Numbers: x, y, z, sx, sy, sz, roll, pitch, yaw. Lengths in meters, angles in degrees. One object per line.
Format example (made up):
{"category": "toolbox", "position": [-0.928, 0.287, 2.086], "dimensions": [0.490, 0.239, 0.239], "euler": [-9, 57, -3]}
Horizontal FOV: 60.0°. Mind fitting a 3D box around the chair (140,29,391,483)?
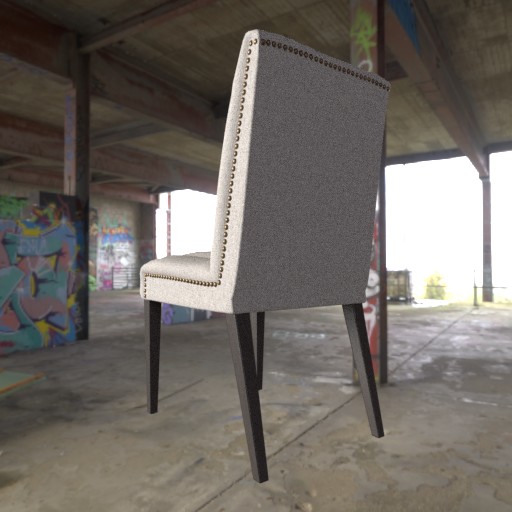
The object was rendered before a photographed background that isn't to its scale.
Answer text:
{"category": "chair", "position": [0.000, 0.000, 1.355], "dimensions": [0.511, 1.016, 0.647], "euler": [1, -1, -37]}
